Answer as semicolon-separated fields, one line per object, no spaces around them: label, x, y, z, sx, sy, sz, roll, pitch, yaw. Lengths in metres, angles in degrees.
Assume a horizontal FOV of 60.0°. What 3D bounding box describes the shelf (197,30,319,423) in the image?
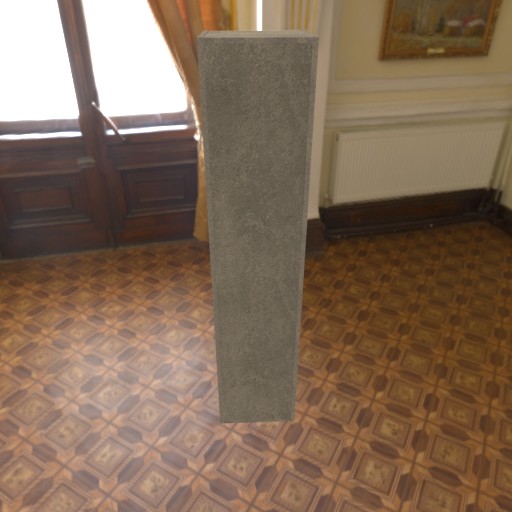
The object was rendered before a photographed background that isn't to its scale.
shelf;0.000;0.000;1.557;0.300;1.400;0.270;-1;30;-2
